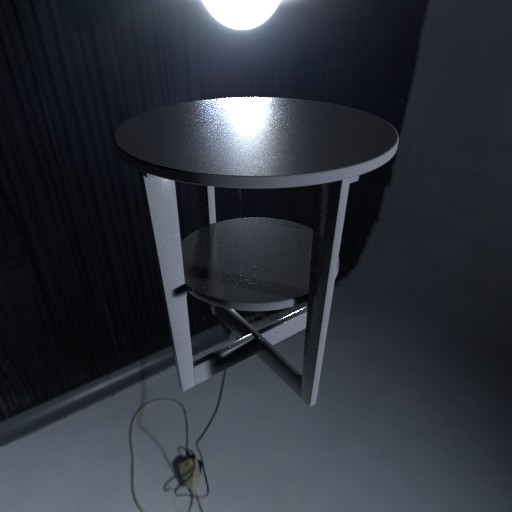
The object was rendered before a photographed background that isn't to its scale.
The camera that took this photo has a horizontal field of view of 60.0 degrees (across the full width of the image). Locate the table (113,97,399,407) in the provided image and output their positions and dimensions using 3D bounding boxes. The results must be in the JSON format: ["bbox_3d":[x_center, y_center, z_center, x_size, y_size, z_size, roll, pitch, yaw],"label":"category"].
[{"bbox_3d":[0.000,0.000,0.946,0.500,0.550,0.500,0,31,0],"label":"table"}]
